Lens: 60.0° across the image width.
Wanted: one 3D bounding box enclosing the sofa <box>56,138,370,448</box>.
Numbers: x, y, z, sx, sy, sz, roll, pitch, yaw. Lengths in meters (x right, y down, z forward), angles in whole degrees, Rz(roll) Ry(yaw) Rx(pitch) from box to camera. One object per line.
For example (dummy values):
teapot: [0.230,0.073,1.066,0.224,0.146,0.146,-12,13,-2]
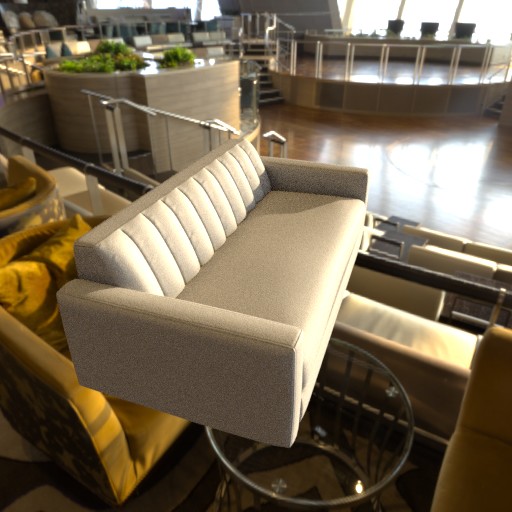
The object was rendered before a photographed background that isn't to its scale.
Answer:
sofa: [0.000,0.000,2.409,0.969,0.814,1.895,10,32,17]
